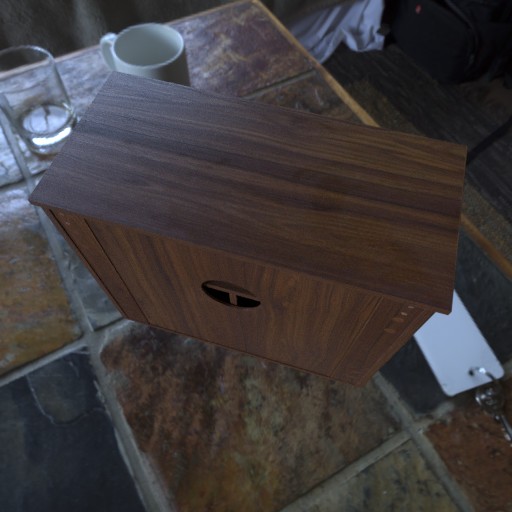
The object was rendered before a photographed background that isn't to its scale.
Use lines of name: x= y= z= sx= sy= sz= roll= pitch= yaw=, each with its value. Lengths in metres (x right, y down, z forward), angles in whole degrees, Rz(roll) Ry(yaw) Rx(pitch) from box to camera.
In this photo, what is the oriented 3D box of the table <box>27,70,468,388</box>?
table: x=0.000 y=0.000 z=1.205 sx=0.802 sy=0.725 sz=0.390 roll=15 pitch=63 yaw=8
